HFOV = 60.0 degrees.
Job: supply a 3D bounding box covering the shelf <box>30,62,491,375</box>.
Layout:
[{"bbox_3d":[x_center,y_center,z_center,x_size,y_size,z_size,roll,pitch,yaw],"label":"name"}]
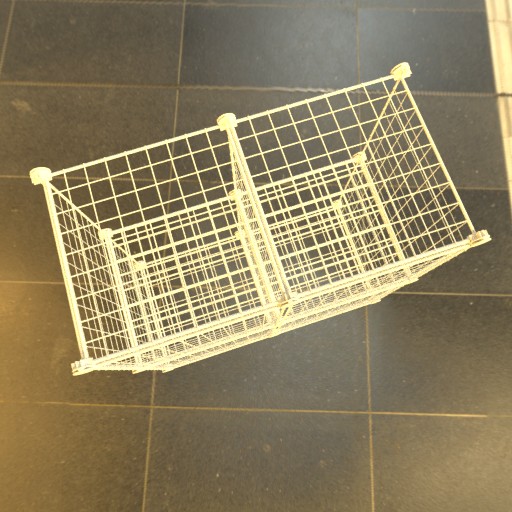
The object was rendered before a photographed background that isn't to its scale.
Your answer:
[{"bbox_3d":[0.000,0.000,1.087,0.711,0.711,0.356,-17,76,-4],"label":"shelf"}]
